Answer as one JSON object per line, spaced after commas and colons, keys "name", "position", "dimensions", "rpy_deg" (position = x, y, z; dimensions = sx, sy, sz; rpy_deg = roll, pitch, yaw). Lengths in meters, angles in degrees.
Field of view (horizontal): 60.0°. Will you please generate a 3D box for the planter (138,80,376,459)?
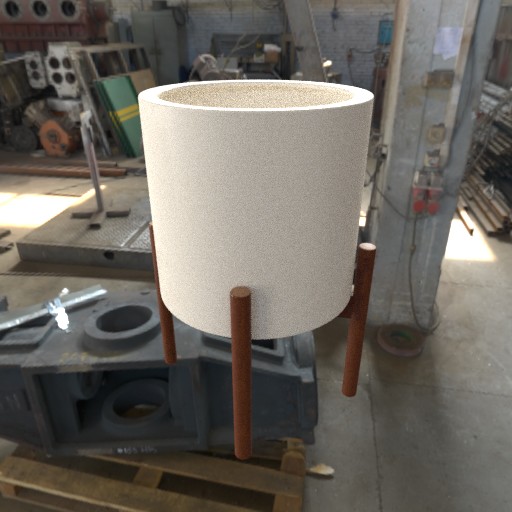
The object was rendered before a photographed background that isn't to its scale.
{"name": "planter", "position": [0.000, 0.000, 0.958], "dimensions": [0.417, 0.670, 0.417], "rpy_deg": [-18, 32, -31]}
